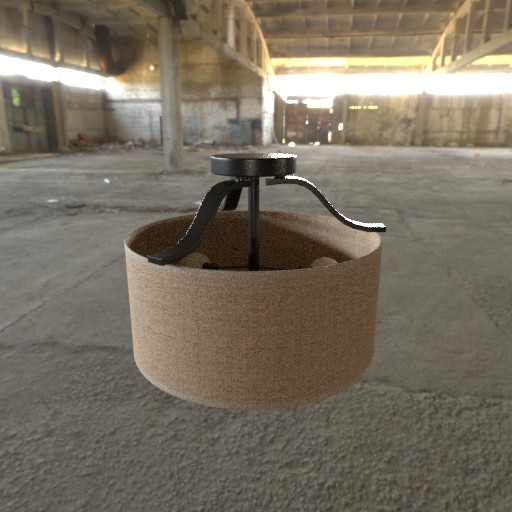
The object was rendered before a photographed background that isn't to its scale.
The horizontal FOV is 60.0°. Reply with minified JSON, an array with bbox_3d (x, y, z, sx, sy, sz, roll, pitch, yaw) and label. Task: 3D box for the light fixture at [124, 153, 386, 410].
[{"bbox_3d":[0.000,0.000,0.690,0.390,0.306,0.390,0,16,0],"label":"light fixture"}]
